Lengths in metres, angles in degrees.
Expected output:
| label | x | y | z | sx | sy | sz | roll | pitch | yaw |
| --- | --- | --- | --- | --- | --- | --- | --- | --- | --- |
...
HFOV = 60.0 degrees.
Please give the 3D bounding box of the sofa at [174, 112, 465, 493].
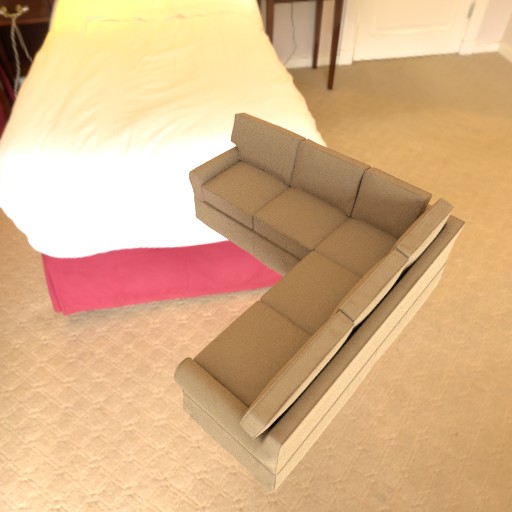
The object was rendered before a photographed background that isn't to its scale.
| label | x | y | z | sx | sy | sz | roll | pitch | yaw |
| --- | --- | --- | --- | --- | --- | --- | --- | --- | --- |
| sofa | 0.000 | 0.000 | 4.173 | 2.730 | 1.124 | 2.733 | 33 | 55 | 27 |
